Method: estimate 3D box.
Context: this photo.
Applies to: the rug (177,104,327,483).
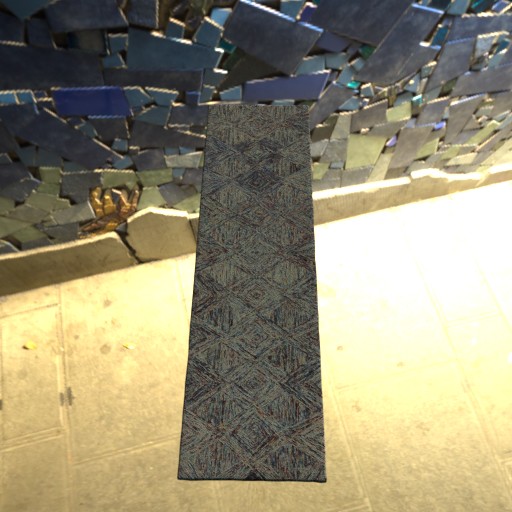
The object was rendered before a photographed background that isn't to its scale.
[{"bbox_3d":[0.000,0.000,2.522,0.688,0.015,2.292,1,64,0],"label":"rug"}]
